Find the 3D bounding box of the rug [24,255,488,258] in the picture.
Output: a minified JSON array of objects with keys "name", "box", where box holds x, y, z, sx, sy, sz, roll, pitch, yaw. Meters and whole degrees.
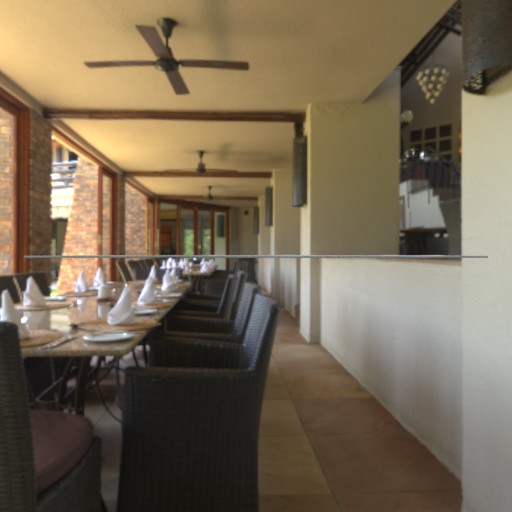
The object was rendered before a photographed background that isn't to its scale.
[{"name":"rug","box":[0.000,0.000,3.106,2.460,0.016,1.545,0,0,0]}]
